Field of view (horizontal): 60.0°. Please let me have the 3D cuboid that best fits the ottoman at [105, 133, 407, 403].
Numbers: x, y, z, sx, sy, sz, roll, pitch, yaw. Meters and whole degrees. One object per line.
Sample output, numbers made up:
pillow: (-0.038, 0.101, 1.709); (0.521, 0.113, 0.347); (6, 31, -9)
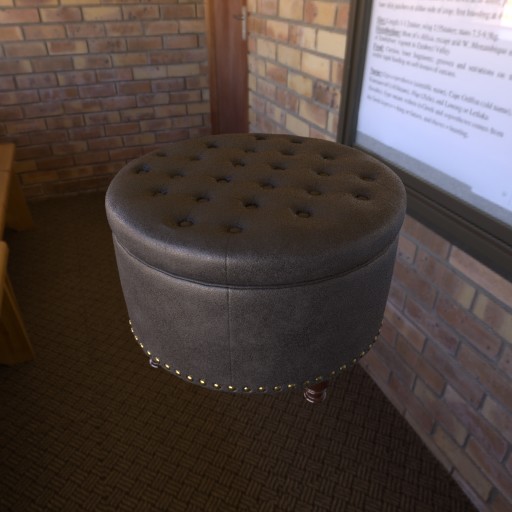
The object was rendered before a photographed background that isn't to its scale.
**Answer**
ottoman: (0.000, 0.000, 1.069); (0.637, 0.442, 0.637); (0, 32, 0)
